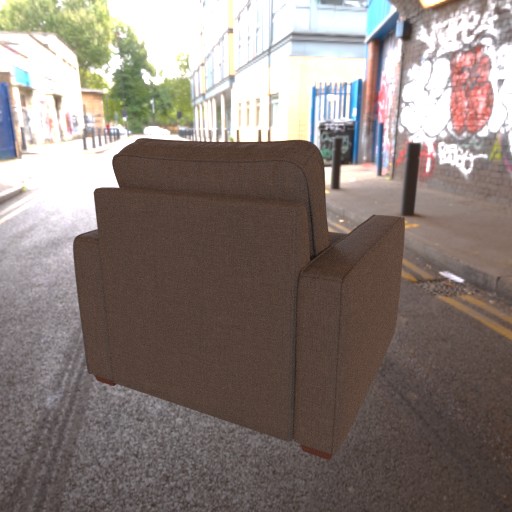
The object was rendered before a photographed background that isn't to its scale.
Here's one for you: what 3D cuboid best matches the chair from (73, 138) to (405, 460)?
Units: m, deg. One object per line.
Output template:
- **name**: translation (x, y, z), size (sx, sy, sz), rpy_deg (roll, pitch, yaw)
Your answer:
- **chair**: translation (0.000, 0.000, 1.763), size (1.017, 0.919, 0.940), rpy_deg (8, 18, 26)
